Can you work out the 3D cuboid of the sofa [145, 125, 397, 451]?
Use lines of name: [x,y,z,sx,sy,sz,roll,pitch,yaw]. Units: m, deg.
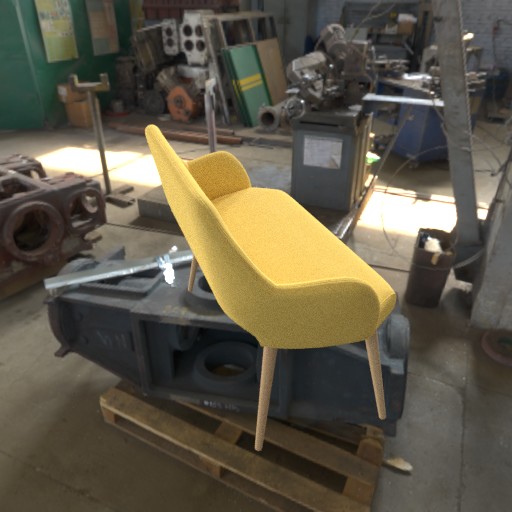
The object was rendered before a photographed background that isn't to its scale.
sofa: [0.000,0.000,1.636,0.610,0.840,1.150,-11,32,-18]
